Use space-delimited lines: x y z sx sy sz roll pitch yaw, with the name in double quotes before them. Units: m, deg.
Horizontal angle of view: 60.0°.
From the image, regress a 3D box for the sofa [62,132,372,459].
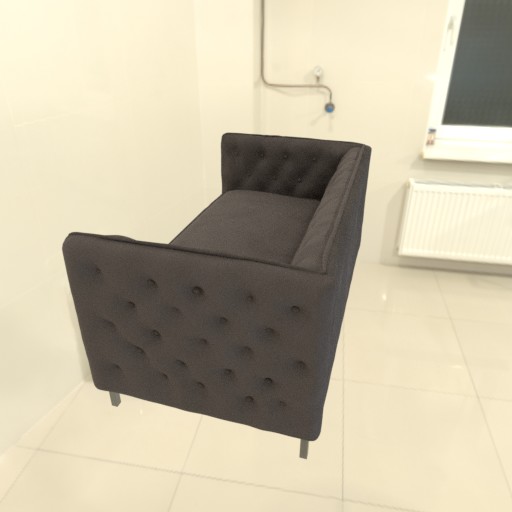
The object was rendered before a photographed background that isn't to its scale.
"sofa" 0.000 0.000 2.132 0.909 0.810 1.583 8 30 15
